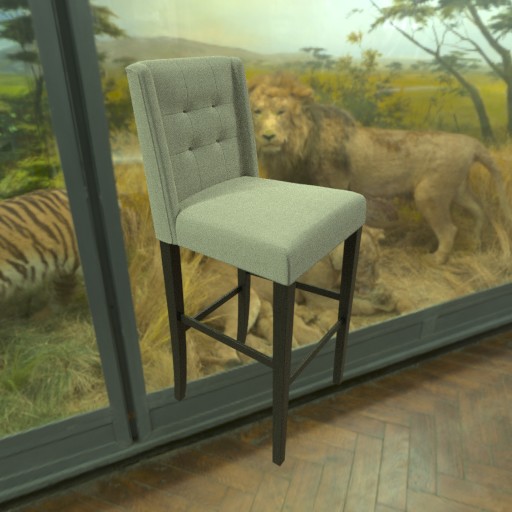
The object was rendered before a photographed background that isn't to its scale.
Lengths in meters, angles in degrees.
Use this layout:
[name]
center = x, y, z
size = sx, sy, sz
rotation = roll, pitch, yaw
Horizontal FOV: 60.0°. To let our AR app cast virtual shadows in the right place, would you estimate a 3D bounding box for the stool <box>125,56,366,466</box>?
[stool]
center = 0.000, 0.000, 1.381
size = 0.509, 1.116, 0.474
rotation = 17, 31, 30
